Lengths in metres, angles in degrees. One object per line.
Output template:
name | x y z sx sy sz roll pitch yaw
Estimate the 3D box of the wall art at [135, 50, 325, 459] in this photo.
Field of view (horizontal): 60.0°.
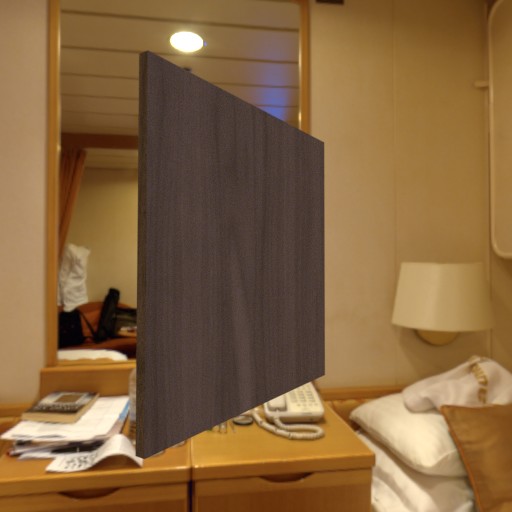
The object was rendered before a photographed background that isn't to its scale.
wall art | 0.000 0.000 0.762 0.016 0.507 0.508 -1 -1 34
